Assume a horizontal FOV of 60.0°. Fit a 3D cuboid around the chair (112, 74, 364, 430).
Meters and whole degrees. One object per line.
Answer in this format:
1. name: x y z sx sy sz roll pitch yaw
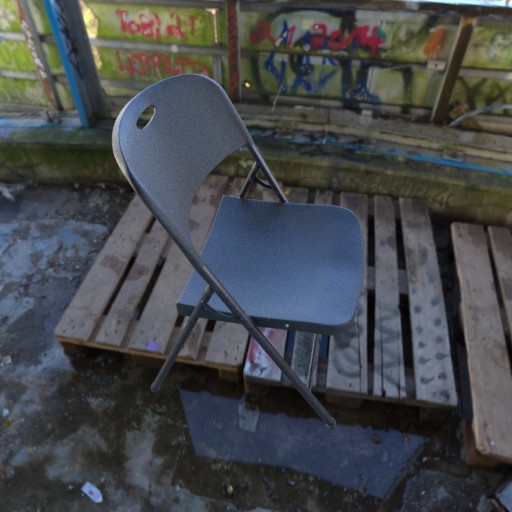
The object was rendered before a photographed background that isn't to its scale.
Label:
1. chair: 0.000 0.000 1.180 0.567 0.810 0.494 9 47 8
